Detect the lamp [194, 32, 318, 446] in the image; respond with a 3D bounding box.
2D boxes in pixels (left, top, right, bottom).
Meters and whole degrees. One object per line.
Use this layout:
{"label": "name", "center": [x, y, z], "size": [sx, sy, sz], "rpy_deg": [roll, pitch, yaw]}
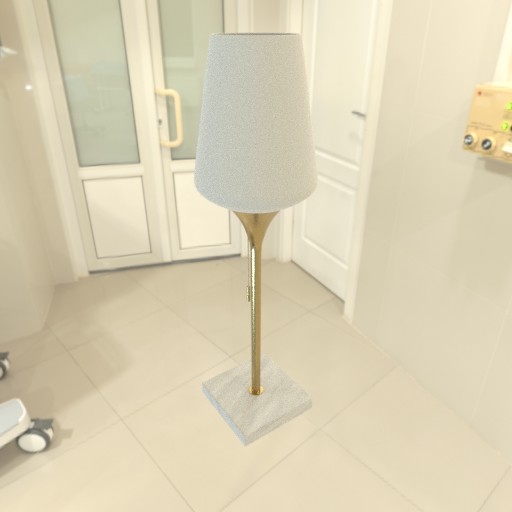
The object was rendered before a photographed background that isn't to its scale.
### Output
{"label": "lamp", "center": [0.000, 0.000, 0.712], "size": [0.181, 0.639, 0.181], "rpy_deg": [-18, 33, -30]}
